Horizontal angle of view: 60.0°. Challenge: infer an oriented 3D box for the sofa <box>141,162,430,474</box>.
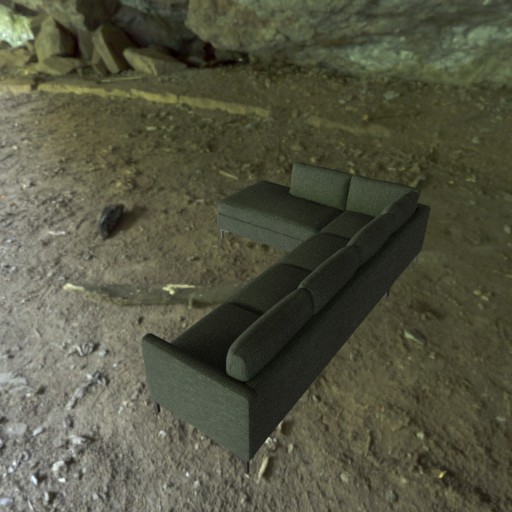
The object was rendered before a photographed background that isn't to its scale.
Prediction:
[{"bbox_3d":[0.000,0.000,3.786,2.007,0.815,2.949,20,36,30],"label":"sofa"}]
